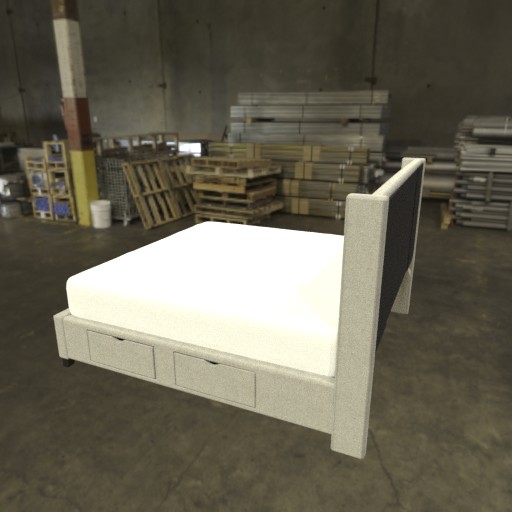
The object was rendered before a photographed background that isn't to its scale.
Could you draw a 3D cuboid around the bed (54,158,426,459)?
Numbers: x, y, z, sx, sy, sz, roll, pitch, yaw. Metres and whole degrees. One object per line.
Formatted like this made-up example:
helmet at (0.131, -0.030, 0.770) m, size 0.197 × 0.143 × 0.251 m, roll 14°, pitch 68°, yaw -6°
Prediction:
bed at (0.000, 0.000, 3.597) m, size 2.280 × 1.470 × 2.140 m, roll 8°, pitch 19°, yaw 23°
